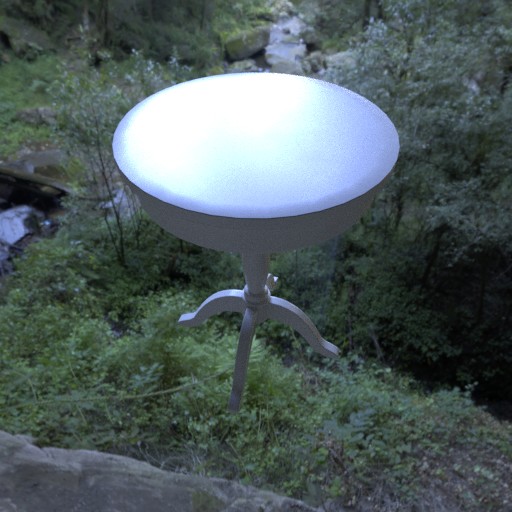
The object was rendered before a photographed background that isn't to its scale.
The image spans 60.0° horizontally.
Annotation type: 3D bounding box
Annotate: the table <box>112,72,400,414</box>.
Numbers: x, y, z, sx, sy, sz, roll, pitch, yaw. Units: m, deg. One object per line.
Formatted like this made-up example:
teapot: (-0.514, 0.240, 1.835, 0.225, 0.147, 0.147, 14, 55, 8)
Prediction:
table: (0.000, 0.000, 1.040, 0.513, 0.653, 0.513, 0, 44, 0)
